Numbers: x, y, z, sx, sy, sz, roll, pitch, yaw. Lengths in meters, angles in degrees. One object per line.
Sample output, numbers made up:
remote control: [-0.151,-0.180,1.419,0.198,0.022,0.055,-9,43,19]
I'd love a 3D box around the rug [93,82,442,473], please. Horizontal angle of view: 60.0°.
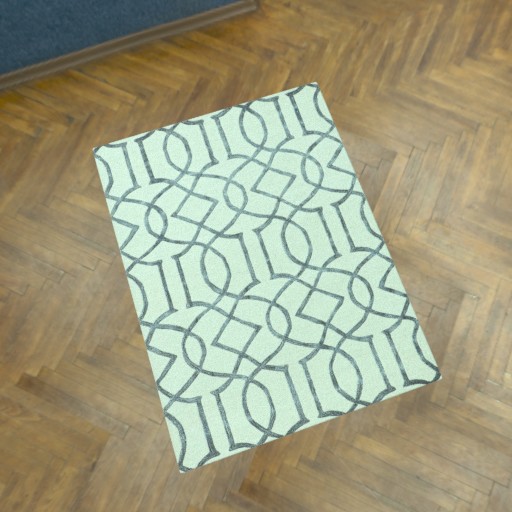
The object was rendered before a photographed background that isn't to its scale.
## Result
rug: [0.000,0.000,3.841,2.211,0.021,2.910,-18,76,-5]
